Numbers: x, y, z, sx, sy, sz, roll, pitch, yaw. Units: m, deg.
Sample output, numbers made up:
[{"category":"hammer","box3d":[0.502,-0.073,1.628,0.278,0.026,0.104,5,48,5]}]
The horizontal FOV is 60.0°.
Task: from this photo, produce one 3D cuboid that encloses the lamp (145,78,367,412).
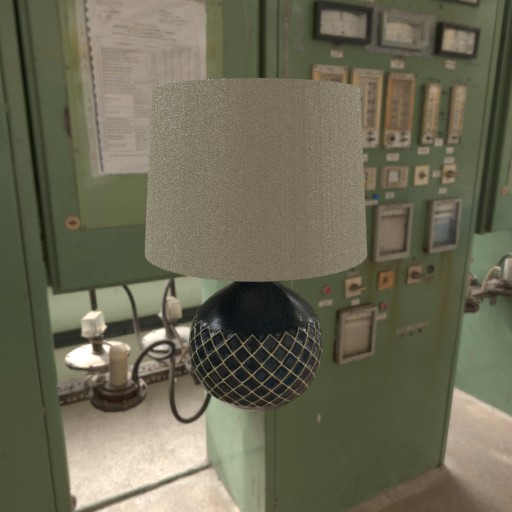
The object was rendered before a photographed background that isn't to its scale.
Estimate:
[{"category":"lamp","box3d":[0.000,0.000,0.774,0.376,0.540,0.376,0,15,0]}]
